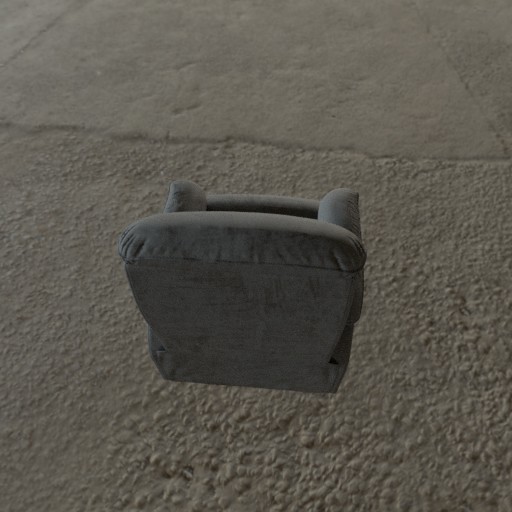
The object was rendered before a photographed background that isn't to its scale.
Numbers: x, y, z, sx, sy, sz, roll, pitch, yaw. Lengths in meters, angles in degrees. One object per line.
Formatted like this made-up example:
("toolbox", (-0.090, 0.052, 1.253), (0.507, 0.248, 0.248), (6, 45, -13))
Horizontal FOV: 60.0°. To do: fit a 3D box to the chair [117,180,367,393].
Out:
("chair", (0.000, 0.000, 1.710), (0.820, 1.037, 1.004), (4, 45, 4))
